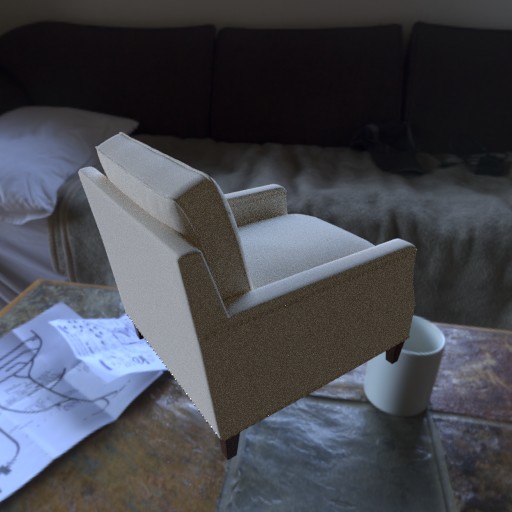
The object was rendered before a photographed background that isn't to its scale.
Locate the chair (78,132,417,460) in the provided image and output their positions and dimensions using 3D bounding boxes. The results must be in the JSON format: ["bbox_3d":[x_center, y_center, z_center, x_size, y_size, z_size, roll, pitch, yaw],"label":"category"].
[{"bbox_3d":[0.000,0.000,1.729,1.014,0.943,0.853,-18,33,-30],"label":"chair"}]
